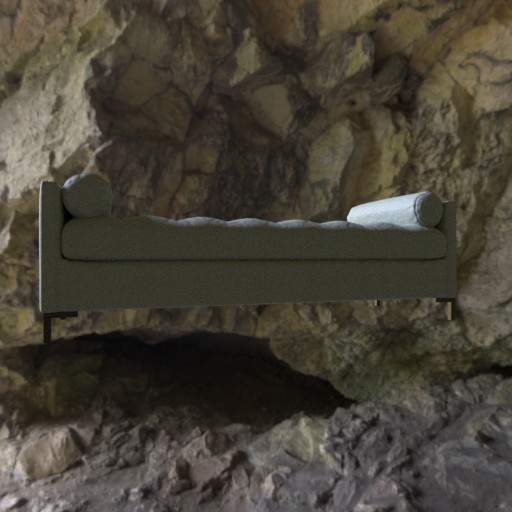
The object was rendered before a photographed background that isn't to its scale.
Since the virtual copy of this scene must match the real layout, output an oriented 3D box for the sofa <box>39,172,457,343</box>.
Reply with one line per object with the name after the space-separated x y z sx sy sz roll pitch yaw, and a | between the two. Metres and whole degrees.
0.000 0.000 2.456 2.102 0.705 0.796 0 0 -19 | sofa
